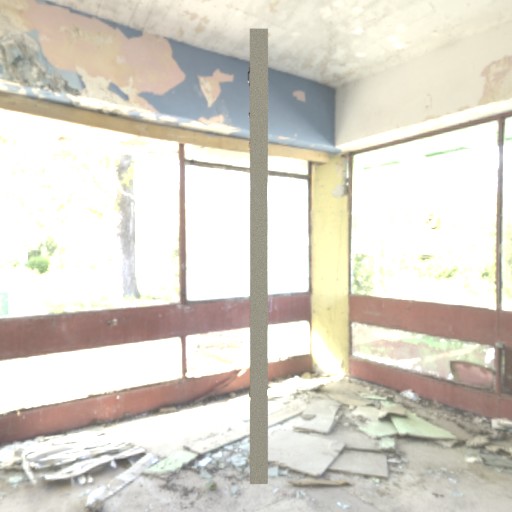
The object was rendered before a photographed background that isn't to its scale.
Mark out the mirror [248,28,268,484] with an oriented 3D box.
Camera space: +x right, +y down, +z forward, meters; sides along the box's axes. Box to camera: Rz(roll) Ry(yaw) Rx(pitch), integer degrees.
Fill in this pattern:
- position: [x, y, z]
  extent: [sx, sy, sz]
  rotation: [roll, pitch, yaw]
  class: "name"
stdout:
- position: [0.000, 0.000, 1.194]
  extent: [0.041, 0.914, 0.609]
  rotation: [0, 1, -1]
  class: "mirror"
